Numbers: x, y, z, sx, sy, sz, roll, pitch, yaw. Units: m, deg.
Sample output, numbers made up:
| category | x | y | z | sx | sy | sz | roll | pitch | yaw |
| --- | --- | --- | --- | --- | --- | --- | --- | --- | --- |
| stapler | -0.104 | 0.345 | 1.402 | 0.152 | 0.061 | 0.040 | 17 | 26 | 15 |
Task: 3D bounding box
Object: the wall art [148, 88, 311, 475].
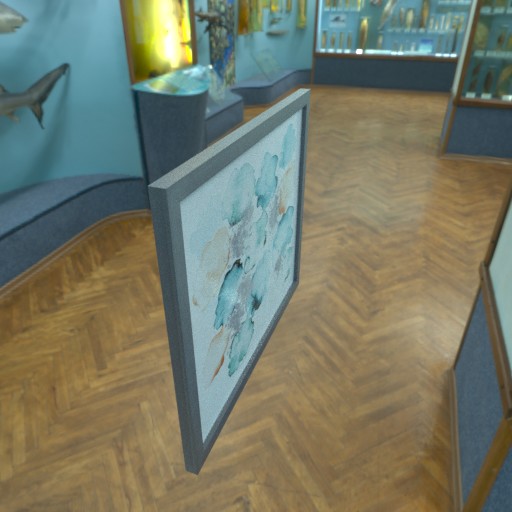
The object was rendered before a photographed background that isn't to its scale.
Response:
| category | x | y | z | sx | sy | sz | roll | pitch | yaw |
| --- | --- | --- | --- | --- | --- | --- | --- | --- | --- |
| wall art | 0.000 | 0.000 | 0.933 | 0.026 | 0.558 | 0.660 | 11 | 33 | 18 |
